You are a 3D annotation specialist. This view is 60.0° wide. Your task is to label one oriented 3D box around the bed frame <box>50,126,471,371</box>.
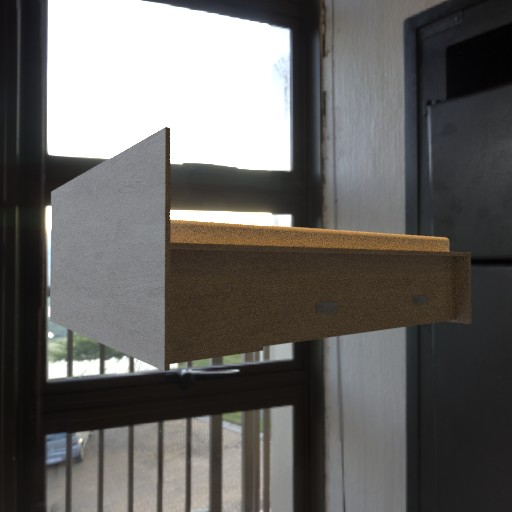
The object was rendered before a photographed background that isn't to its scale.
[{"bbox_3d":[0.000,0.000,2.682,1.960,0.800,1.622,1,-2,-37],"label":"bed frame"}]
